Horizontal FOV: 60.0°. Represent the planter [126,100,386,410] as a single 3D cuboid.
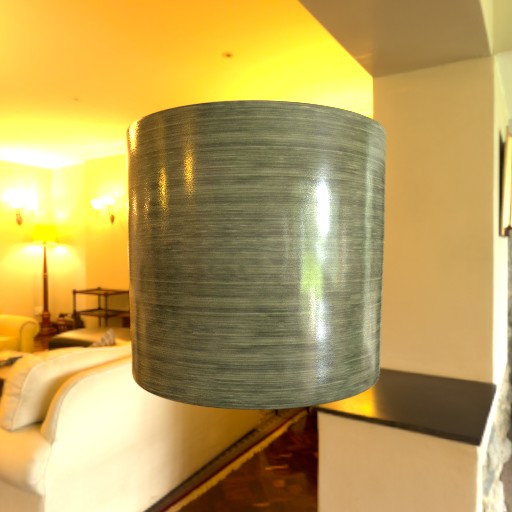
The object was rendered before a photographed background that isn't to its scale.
[{"bbox_3d":[0.000,0.000,0.393,0.221,0.201,0.221,0,0,0],"label":"planter"}]
